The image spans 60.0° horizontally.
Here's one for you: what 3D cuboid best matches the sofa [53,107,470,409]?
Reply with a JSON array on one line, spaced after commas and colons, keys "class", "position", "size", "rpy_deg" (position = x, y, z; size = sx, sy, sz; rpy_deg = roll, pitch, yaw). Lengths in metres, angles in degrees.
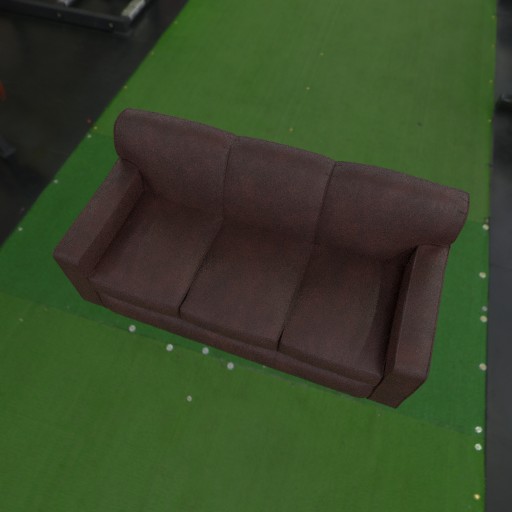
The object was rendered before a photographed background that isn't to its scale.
[{"class": "sofa", "position": [0.000, 0.000, 2.565], "size": [2.039, 0.953, 1.008], "rpy_deg": [17, 59, 11]}]
